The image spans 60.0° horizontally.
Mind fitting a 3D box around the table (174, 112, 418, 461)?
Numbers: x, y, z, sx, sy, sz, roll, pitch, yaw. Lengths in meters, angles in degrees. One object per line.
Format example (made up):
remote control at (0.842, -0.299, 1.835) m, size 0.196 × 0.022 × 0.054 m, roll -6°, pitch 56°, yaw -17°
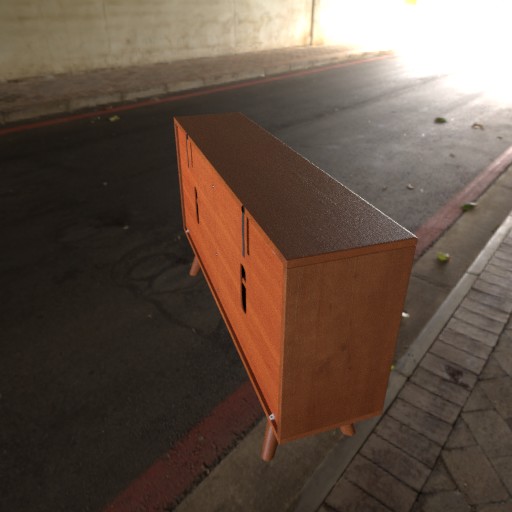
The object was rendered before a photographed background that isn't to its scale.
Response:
table at (0.000, 0.000, 1.515) m, size 0.308 × 0.698 × 1.220 m, roll -10°, pitch 31°, yaw -16°
